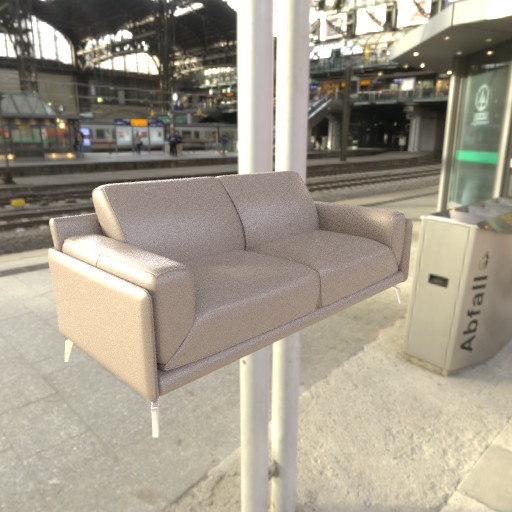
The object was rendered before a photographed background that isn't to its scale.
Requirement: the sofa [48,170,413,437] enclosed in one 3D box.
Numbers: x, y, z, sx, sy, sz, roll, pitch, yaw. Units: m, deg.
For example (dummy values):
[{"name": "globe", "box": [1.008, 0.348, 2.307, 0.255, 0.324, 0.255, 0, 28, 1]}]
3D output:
[{"name": "sofa", "box": [0.000, 0.000, 2.619, 1.049, 0.930, 2.101, 14, 20, 42]}]
